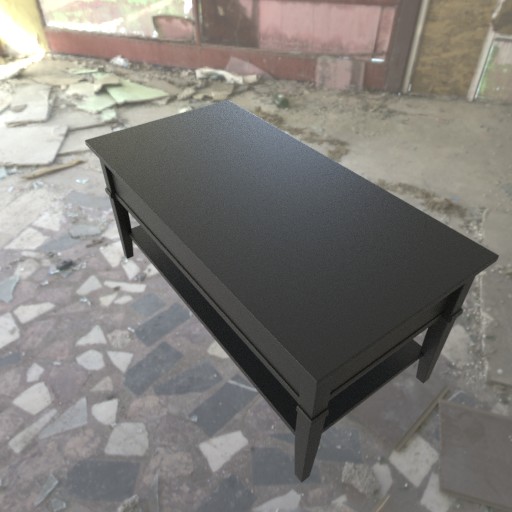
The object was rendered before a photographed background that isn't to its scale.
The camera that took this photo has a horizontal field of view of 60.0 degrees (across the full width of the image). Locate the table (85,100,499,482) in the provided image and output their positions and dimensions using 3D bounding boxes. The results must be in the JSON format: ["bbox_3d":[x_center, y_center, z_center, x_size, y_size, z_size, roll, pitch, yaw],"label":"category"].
[{"bbox_3d":[0.000,0.000,1.300,0.523,0.470,1.044,-26,48,-26],"label":"table"}]
